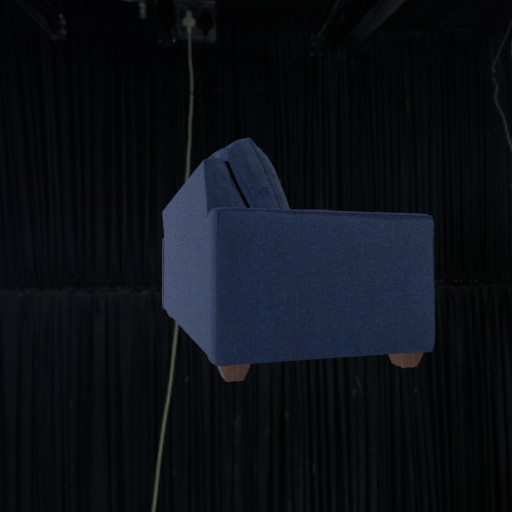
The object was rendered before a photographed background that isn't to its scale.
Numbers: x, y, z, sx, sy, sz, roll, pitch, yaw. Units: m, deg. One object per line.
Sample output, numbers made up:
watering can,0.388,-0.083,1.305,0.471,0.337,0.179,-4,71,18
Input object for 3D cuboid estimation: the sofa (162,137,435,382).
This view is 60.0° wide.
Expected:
sofa,0.000,0.000,2.623,0.940,0.919,2.080,0,-1,-17
